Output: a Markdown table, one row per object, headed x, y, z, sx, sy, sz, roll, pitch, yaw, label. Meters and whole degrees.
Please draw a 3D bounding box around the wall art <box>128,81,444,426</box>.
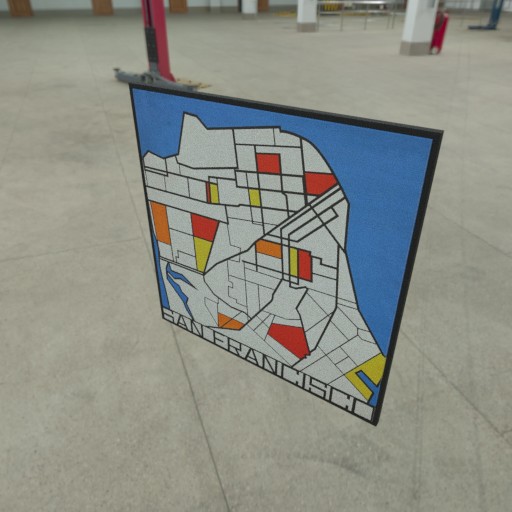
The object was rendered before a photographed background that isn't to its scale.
| x | y | z | sx | sy | sz | roll | pitch | yaw | label |
| --- | --- | --- | --- | --- | --- | --- | --- | --- | --- |
| 0.000 | 0.000 | 0.680 | 0.458 | 0.457 | 0.013 | 20 | 37 | 29 | wall art |
